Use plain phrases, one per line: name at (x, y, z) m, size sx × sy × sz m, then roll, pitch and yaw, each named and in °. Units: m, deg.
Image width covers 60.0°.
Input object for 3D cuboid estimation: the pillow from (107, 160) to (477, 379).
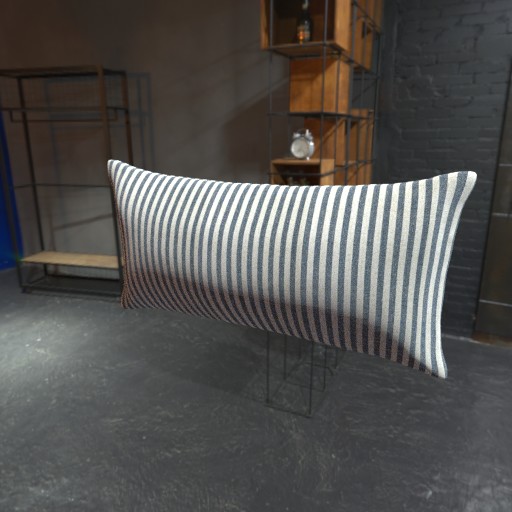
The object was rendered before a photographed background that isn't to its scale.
pillow at (0.000, 0.000, 0.725) m, size 0.617 × 0.295 × 0.151 m, roll 8°, pitch 17°, yaw 26°
